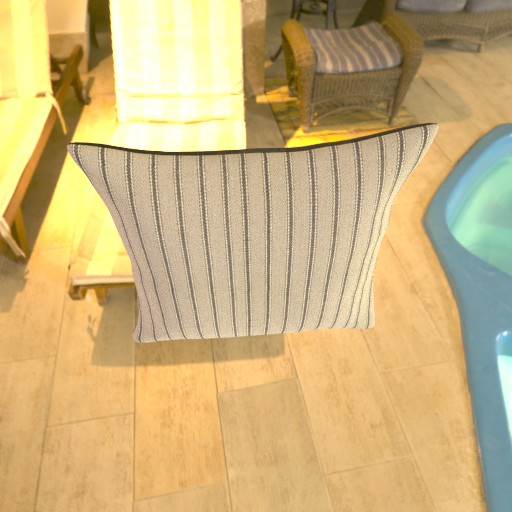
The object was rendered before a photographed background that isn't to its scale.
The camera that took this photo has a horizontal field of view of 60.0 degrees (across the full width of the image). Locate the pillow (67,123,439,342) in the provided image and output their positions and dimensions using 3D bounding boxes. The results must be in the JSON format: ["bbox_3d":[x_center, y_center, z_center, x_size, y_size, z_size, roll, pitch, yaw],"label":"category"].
[{"bbox_3d":[0.000,0.000,0.704,0.468,0.444,0.138,-3,47,-3],"label":"pillow"}]
